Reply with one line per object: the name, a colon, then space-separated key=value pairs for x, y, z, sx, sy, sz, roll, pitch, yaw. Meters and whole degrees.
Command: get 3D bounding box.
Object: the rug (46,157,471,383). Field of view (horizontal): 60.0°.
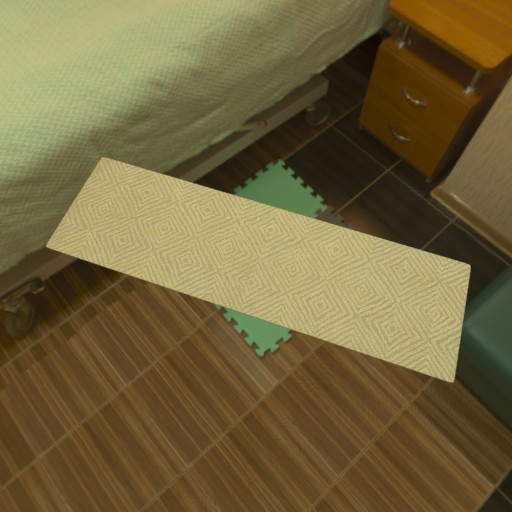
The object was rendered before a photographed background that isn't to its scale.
rug: x=0.000 y=0.000 z=2.471 sx=2.277 sy=0.008 sz=0.676 roll=17 pitch=65 yaw=8
